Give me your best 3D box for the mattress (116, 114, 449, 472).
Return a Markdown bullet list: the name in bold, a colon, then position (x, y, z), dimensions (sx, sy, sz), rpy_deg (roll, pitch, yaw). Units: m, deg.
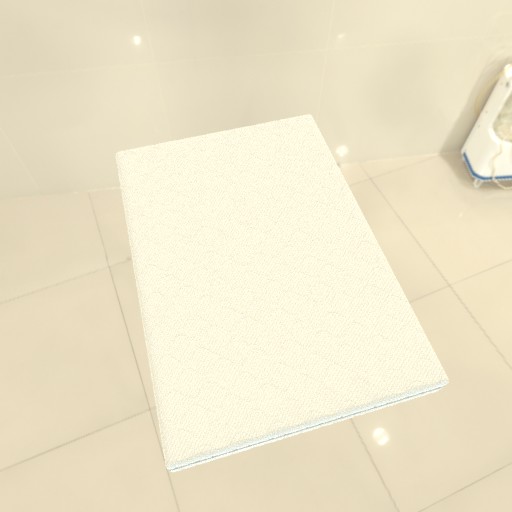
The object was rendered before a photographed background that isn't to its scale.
- **mattress**: position (0.000, 0.000, 2.619), dimensions (1.400, 0.200, 2.000), rpy_deg (-14, 59, -8)
